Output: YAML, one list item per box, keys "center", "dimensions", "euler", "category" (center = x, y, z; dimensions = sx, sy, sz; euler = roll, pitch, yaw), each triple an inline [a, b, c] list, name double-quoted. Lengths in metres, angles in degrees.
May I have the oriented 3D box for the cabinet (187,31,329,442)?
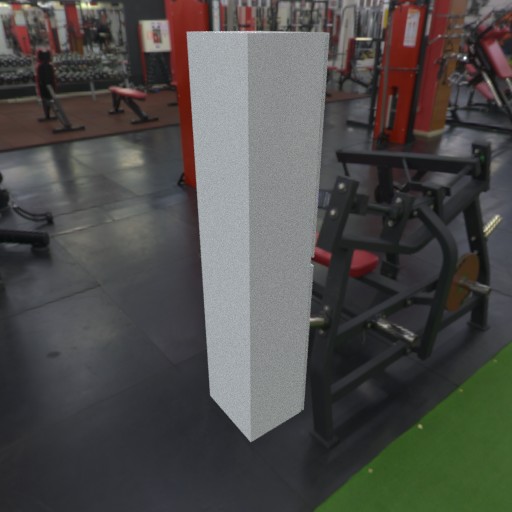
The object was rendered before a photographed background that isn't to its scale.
- center: [0.000, 0.000, 1.552]
  dimensions: [0.270, 1.400, 0.300]
  euler: [-19, 33, -32]
  category: "cabinet"
